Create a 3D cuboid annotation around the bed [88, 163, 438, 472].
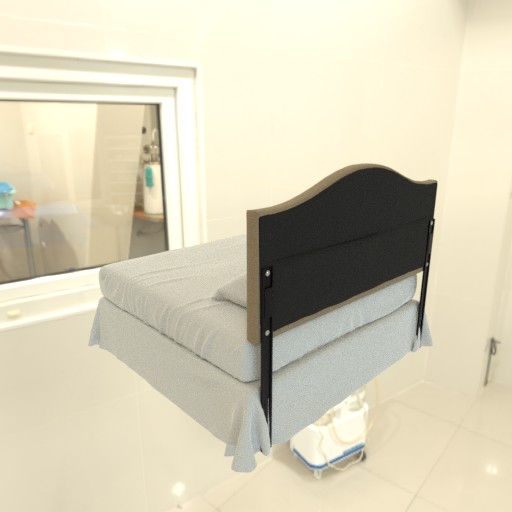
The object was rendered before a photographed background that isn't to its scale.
[{"bbox_3d":[0.000,0.000,3.748,2.311,1.651,2.222,-15,22,-41],"label":"bed"}]
